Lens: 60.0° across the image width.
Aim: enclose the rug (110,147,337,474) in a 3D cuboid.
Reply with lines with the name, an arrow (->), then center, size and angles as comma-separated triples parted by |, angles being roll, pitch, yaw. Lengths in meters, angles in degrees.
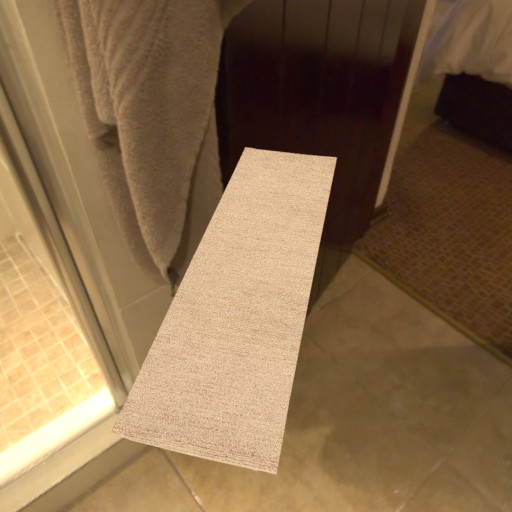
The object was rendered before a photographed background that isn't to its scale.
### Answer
rug -> 0.000, 0.000, 2.603 | 0.712, 0.013, 2.346 | 9, 46, 9
